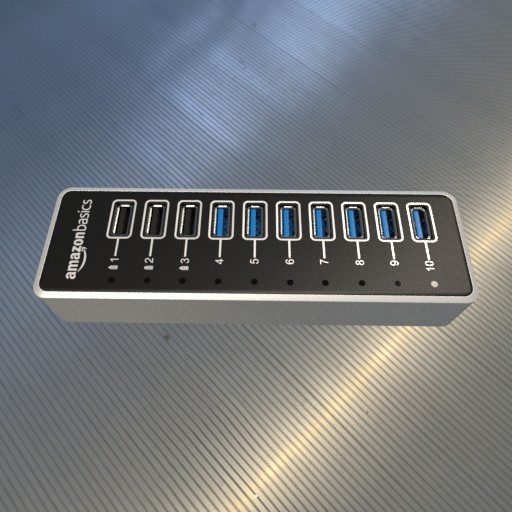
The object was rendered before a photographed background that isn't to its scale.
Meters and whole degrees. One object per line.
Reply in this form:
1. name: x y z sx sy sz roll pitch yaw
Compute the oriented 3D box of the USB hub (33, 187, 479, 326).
1. USB hub: 0.000 0.000 0.162 0.145 0.023 0.044 1 62 0
